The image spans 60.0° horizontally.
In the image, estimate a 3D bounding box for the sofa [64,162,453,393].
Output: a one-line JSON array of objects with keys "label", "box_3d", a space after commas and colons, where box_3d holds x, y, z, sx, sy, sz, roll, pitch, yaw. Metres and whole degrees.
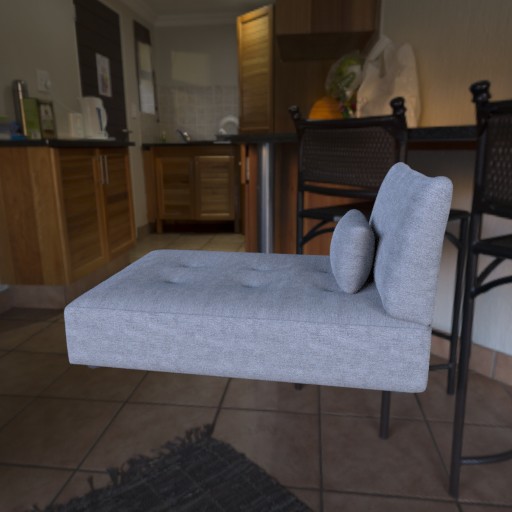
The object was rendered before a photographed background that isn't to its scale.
[{"label": "sofa", "box_3d": [0.000, 0.000, 2.055, 1.450, 0.820, 0.930, 2, 15, 9]}]
